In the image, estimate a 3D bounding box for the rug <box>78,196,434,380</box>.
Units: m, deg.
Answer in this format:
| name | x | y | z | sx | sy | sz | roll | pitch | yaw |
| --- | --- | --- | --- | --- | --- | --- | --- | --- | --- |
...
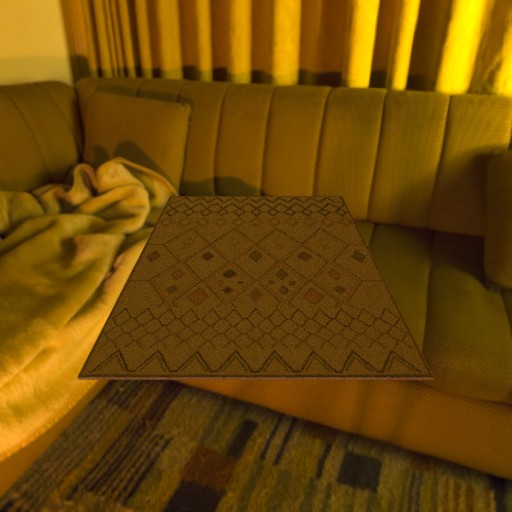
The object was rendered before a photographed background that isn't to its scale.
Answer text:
| name | x | y | z | sx | sy | sz | roll | pitch | yaw |
| --- | --- | --- | --- | --- | --- | --- | --- | --- | --- |
| rug | 0.000 | 0.000 | 2.323 | 1.219 | 0.016 | 1.829 | 0 | 27 | 0 |
